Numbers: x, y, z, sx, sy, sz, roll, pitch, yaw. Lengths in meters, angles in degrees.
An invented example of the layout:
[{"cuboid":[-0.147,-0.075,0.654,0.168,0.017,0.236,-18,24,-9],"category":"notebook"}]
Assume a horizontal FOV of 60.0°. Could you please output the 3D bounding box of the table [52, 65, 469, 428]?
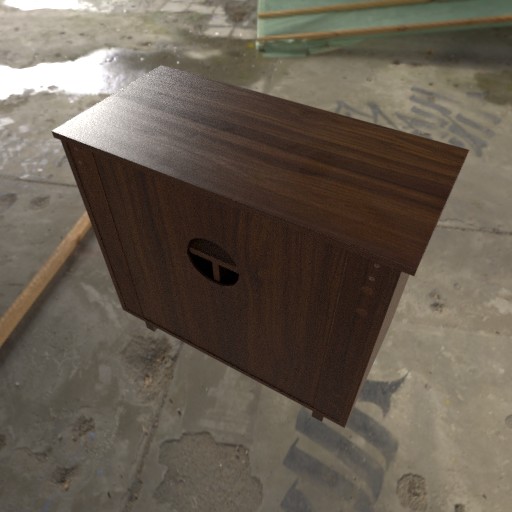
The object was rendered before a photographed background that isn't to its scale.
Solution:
[{"cuboid":[0.000,0.000,1.205,0.802,0.725,0.390,23,51,20],"category":"table"}]
